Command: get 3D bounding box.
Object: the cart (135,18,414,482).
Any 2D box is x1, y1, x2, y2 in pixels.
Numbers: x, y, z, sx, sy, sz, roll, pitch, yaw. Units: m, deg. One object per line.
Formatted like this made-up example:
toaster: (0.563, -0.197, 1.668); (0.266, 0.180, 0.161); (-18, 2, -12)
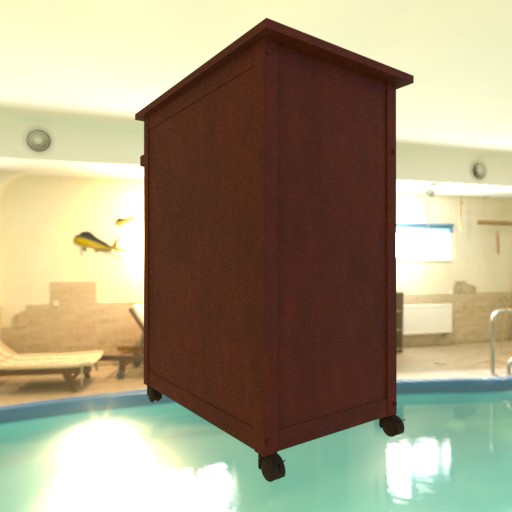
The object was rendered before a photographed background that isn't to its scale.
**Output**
cart: (0.000, 0.000, 1.211); (0.442, 0.864, 0.683); (0, 0, -36)
